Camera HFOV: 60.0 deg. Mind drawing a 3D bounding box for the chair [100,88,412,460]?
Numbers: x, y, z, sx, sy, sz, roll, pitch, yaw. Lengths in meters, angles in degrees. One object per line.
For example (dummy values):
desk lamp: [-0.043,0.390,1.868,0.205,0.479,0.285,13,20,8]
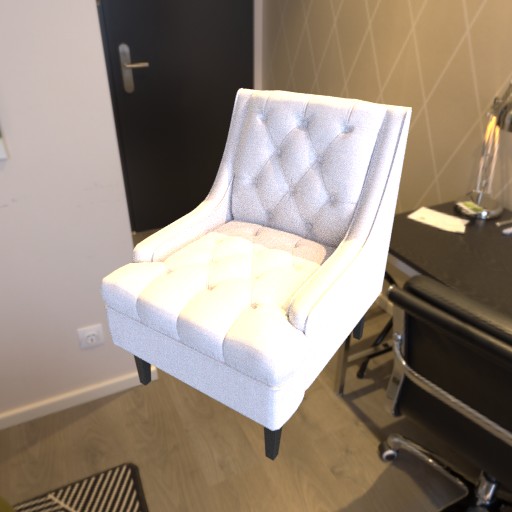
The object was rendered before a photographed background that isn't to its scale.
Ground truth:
chair: [0.000,0.000,1.423,0.658,0.891,0.772,18,34,29]
